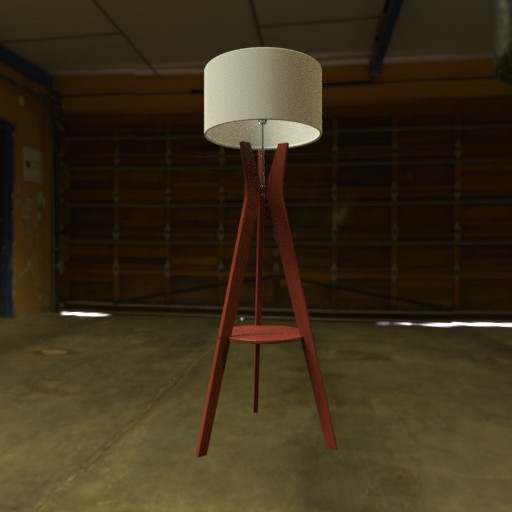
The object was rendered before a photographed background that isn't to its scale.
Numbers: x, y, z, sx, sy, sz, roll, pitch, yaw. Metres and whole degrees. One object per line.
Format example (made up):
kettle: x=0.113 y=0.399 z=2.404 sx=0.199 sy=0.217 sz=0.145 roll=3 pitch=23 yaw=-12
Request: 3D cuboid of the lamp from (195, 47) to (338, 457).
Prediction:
lamp: x=0.000 y=0.000 z=1.779 sx=0.542 sy=1.472 sz=0.539 roll=0 pitch=1 yaw=-36
